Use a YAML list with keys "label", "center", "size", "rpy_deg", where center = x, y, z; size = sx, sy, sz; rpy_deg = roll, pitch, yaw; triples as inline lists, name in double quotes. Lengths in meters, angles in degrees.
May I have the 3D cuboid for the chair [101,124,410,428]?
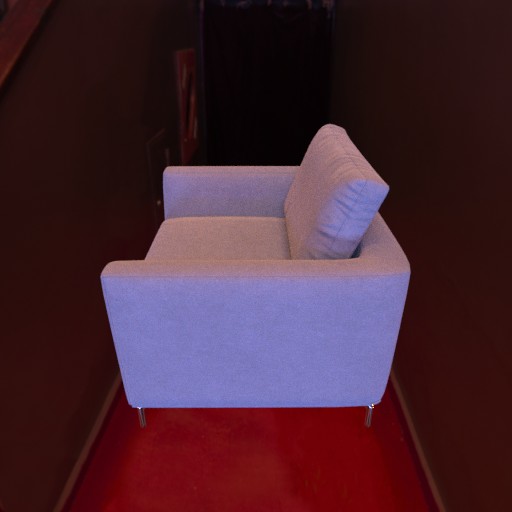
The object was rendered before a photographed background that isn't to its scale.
- label: "chair"
  center: [0.000, 0.000, 1.722]
  size: [0.889, 0.864, 1.041]
  rpy_deg: [0, 28, 0]
